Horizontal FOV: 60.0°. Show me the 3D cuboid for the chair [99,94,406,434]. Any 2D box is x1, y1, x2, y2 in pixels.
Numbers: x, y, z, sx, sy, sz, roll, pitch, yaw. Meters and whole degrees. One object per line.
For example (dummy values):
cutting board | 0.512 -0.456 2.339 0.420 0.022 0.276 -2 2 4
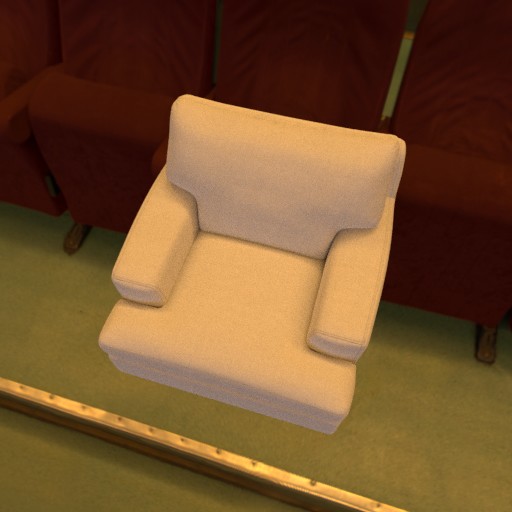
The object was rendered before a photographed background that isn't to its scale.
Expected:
chair | 0.000 0.000 2.017 1.140 0.930 1.158 14 59 8
